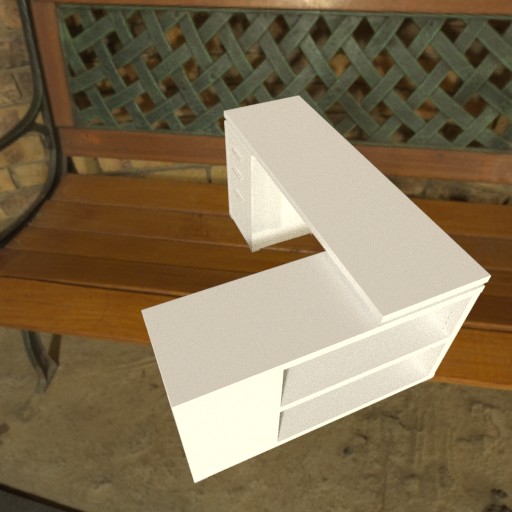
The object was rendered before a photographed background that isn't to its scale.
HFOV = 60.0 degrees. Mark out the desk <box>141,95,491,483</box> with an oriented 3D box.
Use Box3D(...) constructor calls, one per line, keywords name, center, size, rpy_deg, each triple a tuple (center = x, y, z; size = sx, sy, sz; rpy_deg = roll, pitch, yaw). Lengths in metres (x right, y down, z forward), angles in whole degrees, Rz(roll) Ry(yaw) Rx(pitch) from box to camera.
Box3D(name="desk", center=(0.000, 0.000, 2.197), size=(1.200, 0.753, 1.524), rpy_deg=(-17, 48, -16))
